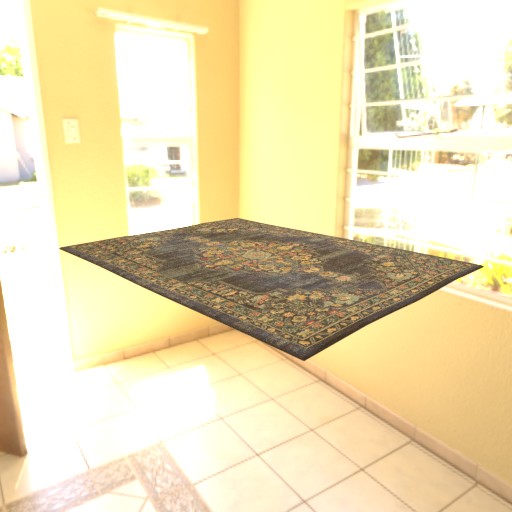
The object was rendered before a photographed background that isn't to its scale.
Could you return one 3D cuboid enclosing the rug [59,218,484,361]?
[{"bbox_3d":[0.000,0.000,4.664,2.716,0.035,3.612,-14,21,-42],"label":"rug"}]
